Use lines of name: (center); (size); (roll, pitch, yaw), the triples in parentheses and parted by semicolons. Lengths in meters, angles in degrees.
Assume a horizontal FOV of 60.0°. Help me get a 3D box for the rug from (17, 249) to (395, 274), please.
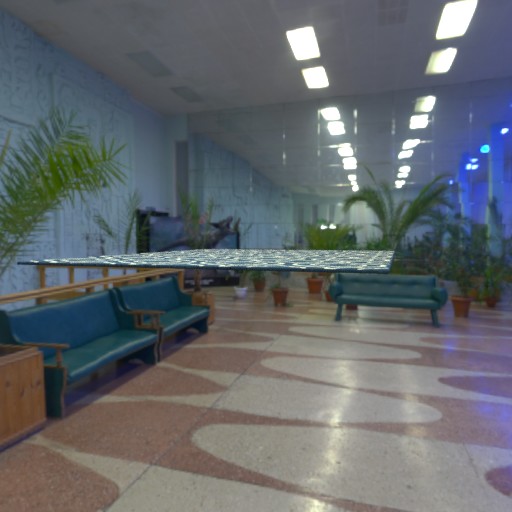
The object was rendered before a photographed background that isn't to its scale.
rug: (0.000, 0.000, 3.835); (2.270, 0.020, 2.881); (1, 3, 18)
